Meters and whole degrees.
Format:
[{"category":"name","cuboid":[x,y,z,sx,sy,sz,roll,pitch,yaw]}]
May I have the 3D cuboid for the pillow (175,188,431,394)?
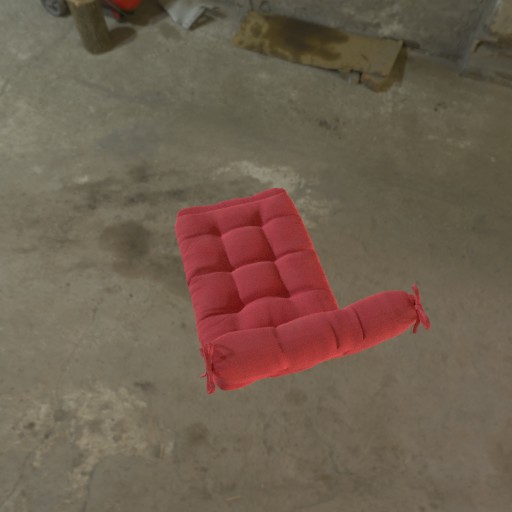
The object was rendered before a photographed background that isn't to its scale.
[{"category":"pillow","cuboid":[0.000,0.000,1.512,0.526,0.863,1.016,-14,60,-8]}]
